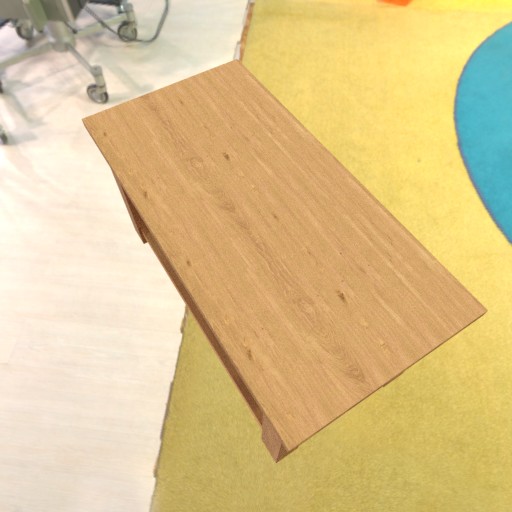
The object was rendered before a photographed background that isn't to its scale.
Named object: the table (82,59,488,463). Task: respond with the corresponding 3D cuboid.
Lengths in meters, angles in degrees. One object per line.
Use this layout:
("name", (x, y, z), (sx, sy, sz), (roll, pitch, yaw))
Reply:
("table", (0.000, 0.000, 1.150), (0.450, 0.452, 0.899), (-28, 62, -16))
